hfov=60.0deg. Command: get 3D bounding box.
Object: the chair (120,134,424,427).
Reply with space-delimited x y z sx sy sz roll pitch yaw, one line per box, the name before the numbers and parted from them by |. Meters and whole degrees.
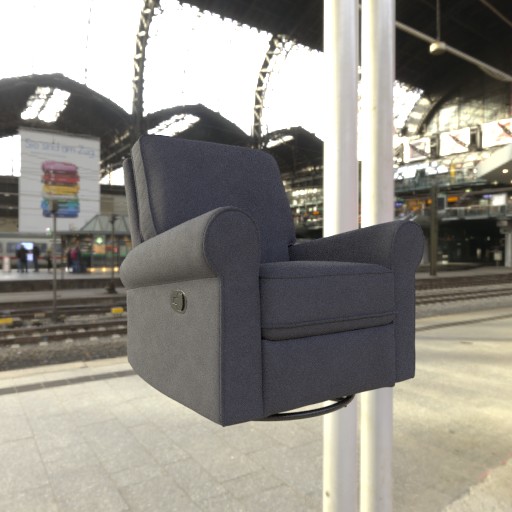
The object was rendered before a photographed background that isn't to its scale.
chair | 0.000 0.000 1.641 0.890 0.961 0.878 0 0 -35
